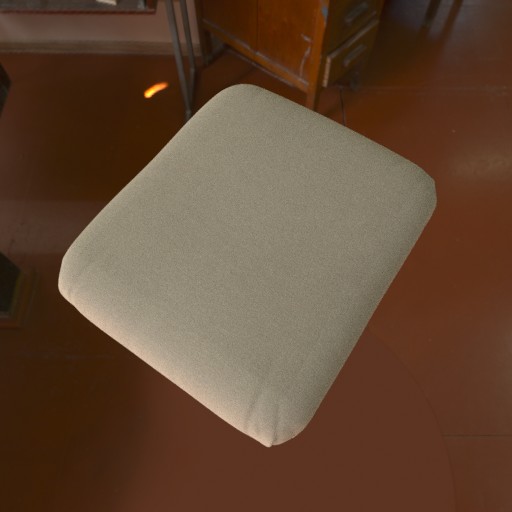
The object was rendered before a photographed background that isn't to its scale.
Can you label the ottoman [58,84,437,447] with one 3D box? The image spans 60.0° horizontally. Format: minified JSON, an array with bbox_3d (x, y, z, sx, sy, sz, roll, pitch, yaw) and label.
[{"bbox_3d":[0.000,0.000,1.144,0.639,0.450,0.746,31,68,14],"label":"ottoman"}]
